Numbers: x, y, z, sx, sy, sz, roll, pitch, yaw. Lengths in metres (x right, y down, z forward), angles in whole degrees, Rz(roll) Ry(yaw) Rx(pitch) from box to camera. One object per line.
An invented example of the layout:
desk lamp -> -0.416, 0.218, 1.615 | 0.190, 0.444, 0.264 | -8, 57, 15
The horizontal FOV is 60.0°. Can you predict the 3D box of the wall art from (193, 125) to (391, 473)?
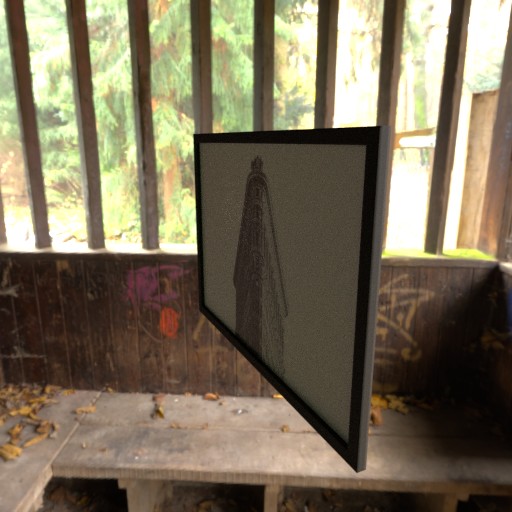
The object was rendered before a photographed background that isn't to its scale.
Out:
wall art -> 0.000, 0.000, 1.212 | 0.026, 0.656, 0.958 | -7, 16, -25
